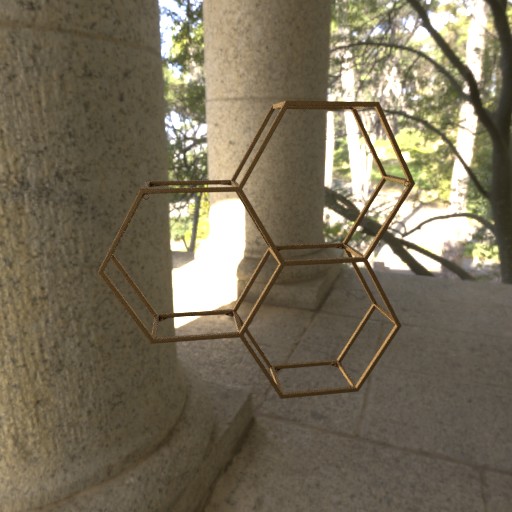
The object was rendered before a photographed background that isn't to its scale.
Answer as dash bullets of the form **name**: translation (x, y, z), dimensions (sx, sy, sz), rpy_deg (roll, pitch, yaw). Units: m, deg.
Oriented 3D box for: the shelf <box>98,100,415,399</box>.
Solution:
- **shelf**: translation (0.000, 0.000, 1.070), dimensions (0.708, 0.701, 0.150), rpy_deg (-2, 16, -9)
